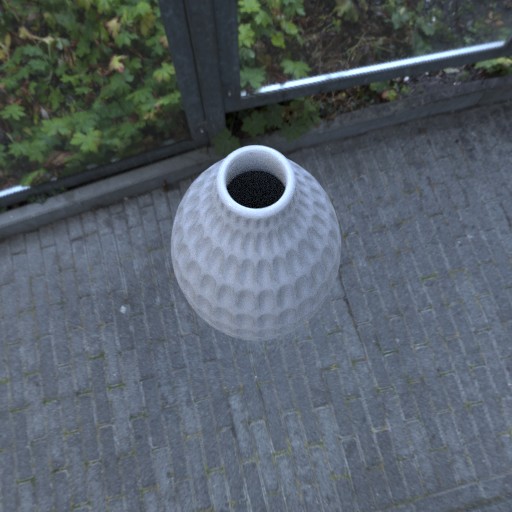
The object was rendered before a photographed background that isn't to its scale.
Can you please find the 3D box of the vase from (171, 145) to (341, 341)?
[{"bbox_3d":[0.000,0.000,0.348,0.127,0.282,0.127,0,75,0],"label":"vase"}]
